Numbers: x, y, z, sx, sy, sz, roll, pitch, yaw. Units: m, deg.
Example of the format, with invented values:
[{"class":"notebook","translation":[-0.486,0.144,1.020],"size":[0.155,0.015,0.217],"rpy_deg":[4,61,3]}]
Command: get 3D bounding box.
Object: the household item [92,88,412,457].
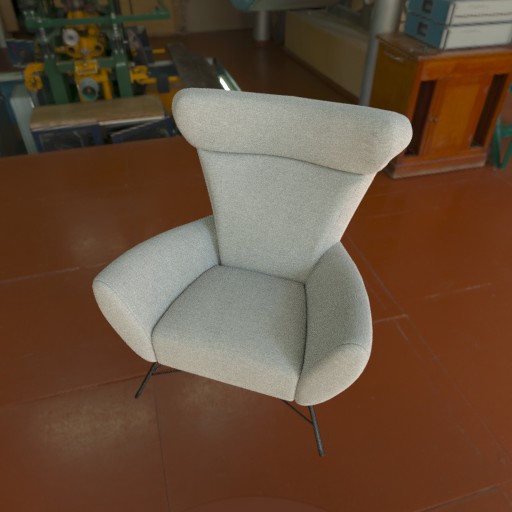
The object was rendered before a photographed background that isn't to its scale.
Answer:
[{"class":"household item","translation":[0.000,0.000,1.762],"size":[0.980,1.050,0.900],"rpy_deg":[12,41,14]}]
